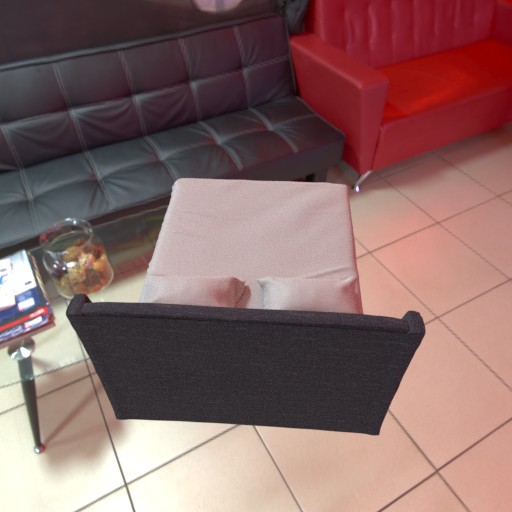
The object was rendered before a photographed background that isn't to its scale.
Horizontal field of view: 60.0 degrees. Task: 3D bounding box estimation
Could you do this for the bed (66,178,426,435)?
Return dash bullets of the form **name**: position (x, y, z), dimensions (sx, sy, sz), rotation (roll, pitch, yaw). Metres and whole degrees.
- **bed**: position (0.000, 0.000, 3.554), dimensions (1.925, 1.332, 2.276), rotation (3, 46, 3)
